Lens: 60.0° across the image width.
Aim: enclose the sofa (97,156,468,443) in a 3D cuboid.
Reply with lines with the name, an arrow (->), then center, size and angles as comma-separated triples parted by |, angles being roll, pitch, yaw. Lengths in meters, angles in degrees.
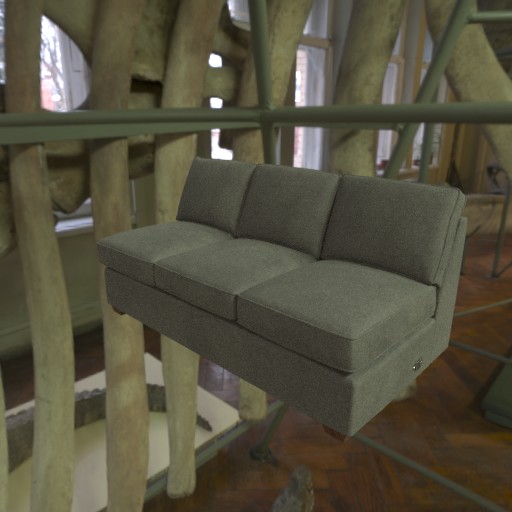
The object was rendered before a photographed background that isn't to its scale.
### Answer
sofa -> 0.000, 0.000, 2.568 | 1.962, 0.973, 1.027 | 16, 24, 41
